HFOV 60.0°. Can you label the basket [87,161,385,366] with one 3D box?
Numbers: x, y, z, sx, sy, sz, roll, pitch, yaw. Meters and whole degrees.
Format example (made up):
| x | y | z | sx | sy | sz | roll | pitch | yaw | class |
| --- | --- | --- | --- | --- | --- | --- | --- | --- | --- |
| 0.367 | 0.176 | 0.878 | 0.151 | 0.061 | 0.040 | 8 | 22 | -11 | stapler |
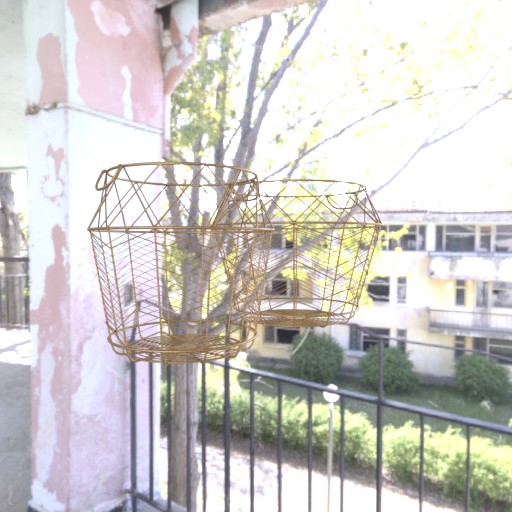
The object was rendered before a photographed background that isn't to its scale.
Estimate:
| x | y | z | sx | sy | sz | roll | pitch | yaw | class |
| --- | --- | --- | --- | --- | --- | --- | --- | --- | --- |
| 0.000 | 0.000 | 1.025 | 0.451 | 0.343 | 0.805 | 1 | 2 | 36 | basket |
